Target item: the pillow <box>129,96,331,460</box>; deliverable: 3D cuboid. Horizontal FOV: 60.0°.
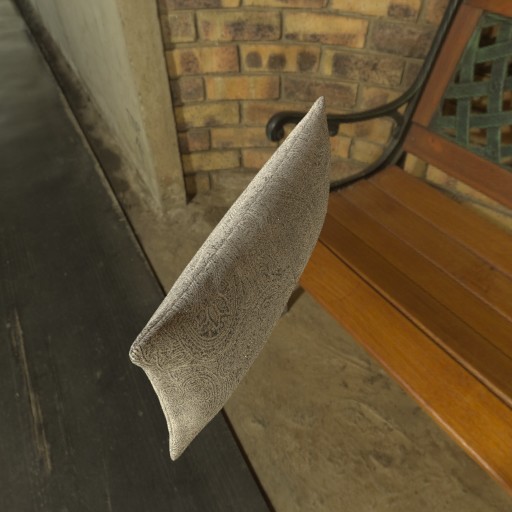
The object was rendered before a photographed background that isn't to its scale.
[{"bbox_3d":[0.000,0.000,0.740,0.151,0.295,0.615,18,48,17],"label":"pillow"}]
